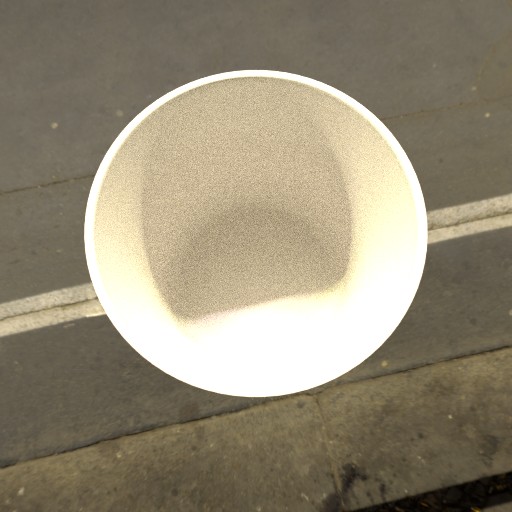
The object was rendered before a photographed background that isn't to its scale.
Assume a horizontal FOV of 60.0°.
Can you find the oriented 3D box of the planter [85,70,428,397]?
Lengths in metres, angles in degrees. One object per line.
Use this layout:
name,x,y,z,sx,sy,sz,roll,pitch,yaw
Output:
planter,0.000,0.000,0.761,0.440,0.398,0.440,0,76,0
